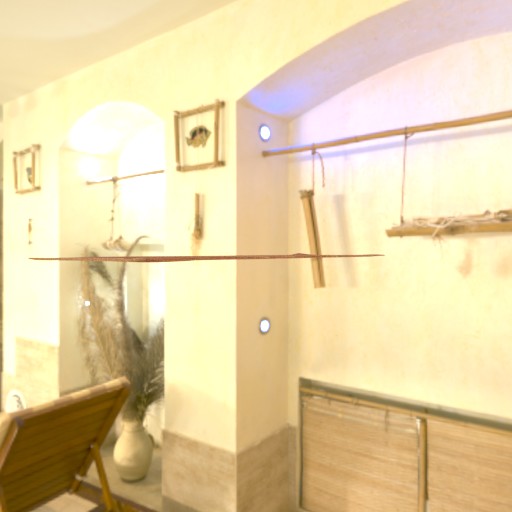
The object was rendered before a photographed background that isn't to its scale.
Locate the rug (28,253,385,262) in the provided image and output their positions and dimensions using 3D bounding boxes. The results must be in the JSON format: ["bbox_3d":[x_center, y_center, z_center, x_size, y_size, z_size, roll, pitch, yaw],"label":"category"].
[{"bbox_3d":[0.000,0.000,2.759,0.799,0.030,2.444,0,1,35],"label":"rug"}]
